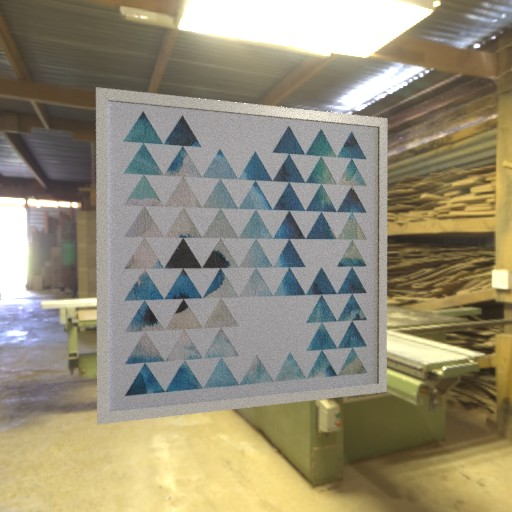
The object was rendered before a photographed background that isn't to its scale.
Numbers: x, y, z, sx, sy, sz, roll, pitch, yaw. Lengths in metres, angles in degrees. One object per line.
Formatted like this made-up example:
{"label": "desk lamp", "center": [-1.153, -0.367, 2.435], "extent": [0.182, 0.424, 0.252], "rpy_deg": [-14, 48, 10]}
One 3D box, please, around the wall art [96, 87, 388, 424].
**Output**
{"label": "wall art", "center": [0.000, 0.000, 0.823], "extent": [0.557, 0.557, 0.012], "rpy_deg": [0, 1, -18]}
